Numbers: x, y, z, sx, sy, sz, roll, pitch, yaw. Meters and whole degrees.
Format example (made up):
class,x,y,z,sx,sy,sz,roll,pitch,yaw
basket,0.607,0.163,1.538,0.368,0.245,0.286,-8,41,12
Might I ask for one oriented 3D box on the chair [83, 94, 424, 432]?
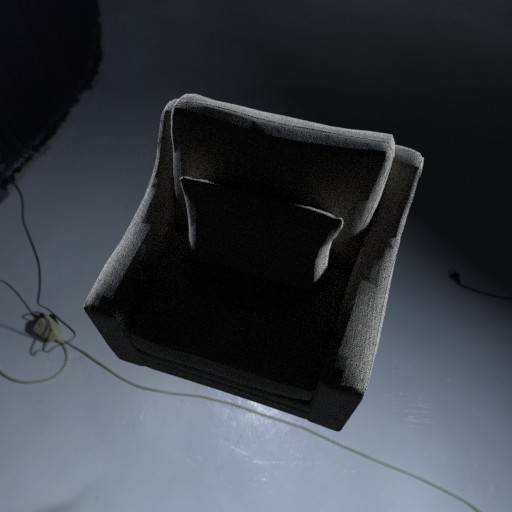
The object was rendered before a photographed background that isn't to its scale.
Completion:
class,x,y,z,sx,sy,sz,roll,pitch,yaw
chair,0.000,0.000,1.932,1.138,1.037,1.009,15,59,10
